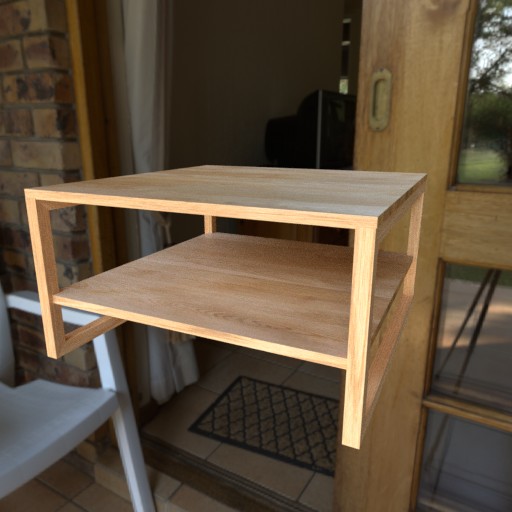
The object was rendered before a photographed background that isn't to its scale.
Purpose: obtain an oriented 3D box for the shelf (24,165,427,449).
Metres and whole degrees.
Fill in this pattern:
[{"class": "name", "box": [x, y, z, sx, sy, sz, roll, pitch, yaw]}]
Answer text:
[{"class": "shelf", "box": [0.000, 0.000, 1.413, 0.899, 0.480, 0.899, 7, 17, 25]}]
